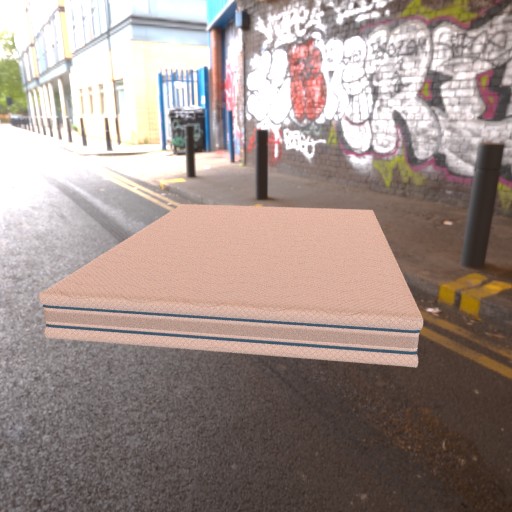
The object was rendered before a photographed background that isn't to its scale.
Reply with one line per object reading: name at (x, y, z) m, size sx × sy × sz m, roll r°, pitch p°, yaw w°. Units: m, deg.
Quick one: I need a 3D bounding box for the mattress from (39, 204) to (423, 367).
mattress at (0.000, 0.000, 2.768) m, size 1.600 × 0.230 × 2.000 m, roll 3°, pitch 18°, yaw 8°
